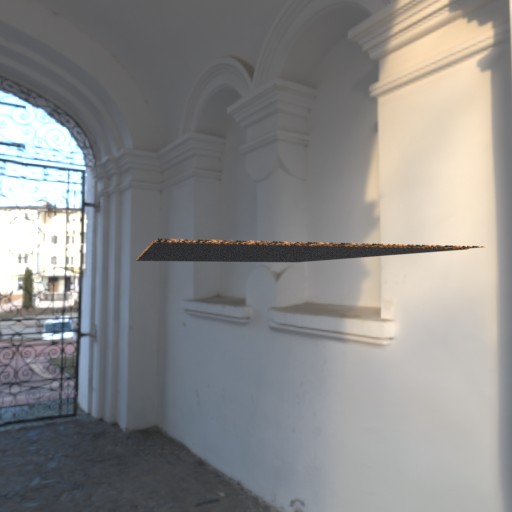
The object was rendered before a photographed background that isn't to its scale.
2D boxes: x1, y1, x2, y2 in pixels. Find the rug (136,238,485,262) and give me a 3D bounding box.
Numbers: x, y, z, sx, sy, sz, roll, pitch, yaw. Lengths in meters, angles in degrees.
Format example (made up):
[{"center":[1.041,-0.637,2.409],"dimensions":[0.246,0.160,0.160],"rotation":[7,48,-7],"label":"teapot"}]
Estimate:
[{"center":[0.000,0.000,3.023],"dimensions":[1.516,0.010,2.434],"rotation":[1,-3,-17],"label":"rug"}]
